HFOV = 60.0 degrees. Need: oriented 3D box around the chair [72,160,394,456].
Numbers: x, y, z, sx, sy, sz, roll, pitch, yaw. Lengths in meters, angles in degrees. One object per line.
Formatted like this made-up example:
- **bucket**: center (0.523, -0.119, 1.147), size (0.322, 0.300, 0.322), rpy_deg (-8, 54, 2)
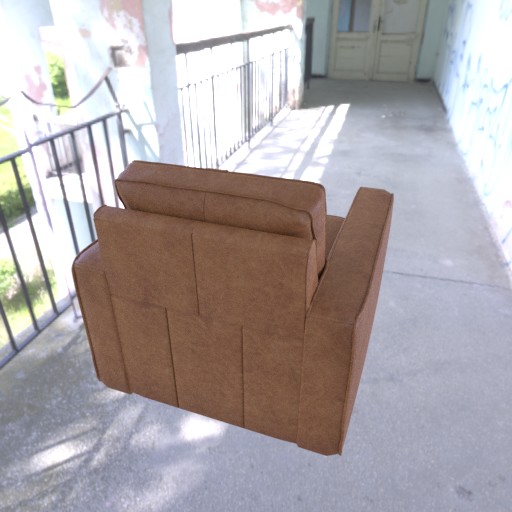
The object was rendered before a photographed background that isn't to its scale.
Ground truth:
- **chair**: center (0.000, 0.000, 1.750), size (0.987, 0.901, 1.027), rpy_deg (9, 32, 15)
